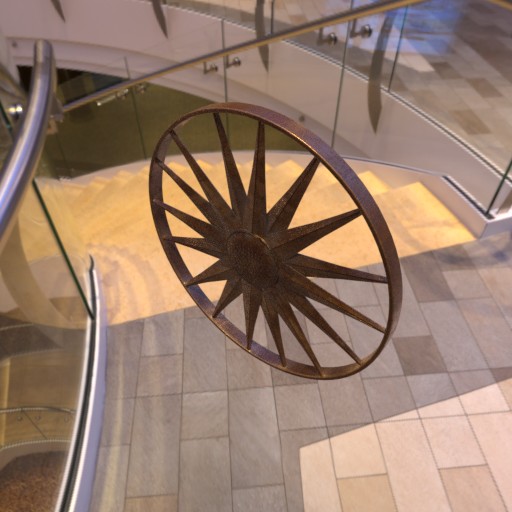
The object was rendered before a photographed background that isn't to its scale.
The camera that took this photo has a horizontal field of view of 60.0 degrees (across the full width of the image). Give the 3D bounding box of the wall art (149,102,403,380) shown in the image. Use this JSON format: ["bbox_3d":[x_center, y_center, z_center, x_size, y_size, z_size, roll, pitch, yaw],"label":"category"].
[{"bbox_3d":[0.000,0.000,0.867,0.582,0.583,0.084,30,53,26],"label":"wall art"}]
